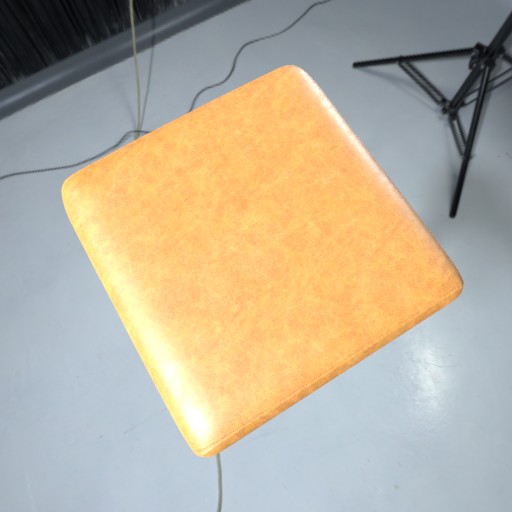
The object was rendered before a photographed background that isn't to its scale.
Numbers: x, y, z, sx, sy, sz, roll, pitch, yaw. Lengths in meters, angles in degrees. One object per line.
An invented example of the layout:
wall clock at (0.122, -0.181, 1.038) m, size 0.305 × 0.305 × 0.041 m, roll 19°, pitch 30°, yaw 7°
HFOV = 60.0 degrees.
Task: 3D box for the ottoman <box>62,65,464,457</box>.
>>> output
ottoman at (0.000, 0.000, 1.070) m, size 0.650 × 0.399 × 0.650 m, roll -30°, pitch 76°, yaw -8°
